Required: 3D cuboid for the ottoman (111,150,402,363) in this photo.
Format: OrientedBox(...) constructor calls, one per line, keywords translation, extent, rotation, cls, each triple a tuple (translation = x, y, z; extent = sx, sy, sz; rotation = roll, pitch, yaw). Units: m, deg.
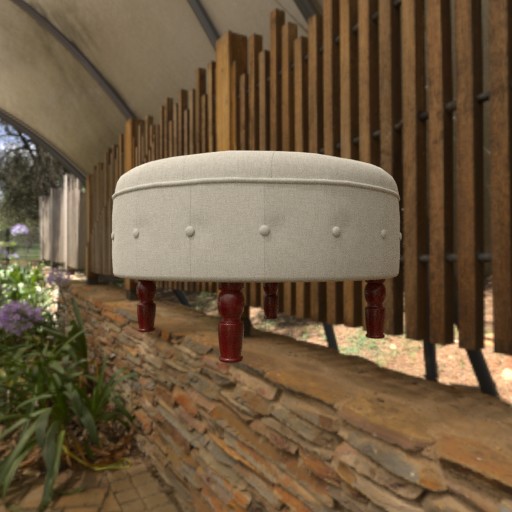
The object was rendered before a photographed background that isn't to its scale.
OrientedBox(translation=(0.000, 0.000, 1.373), extent=(0.850, 0.483, 0.850), rotation=(0, 0, 0), cls="ottoman")
